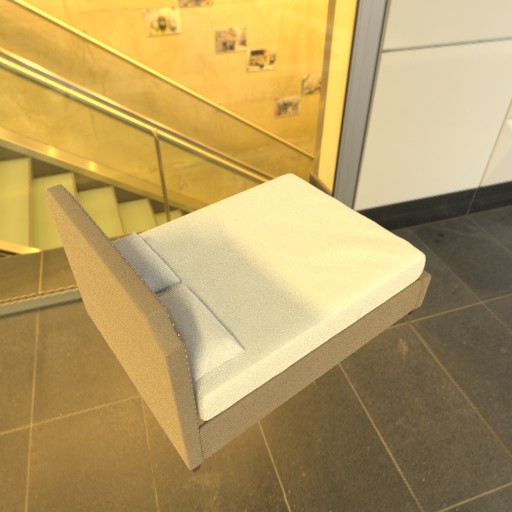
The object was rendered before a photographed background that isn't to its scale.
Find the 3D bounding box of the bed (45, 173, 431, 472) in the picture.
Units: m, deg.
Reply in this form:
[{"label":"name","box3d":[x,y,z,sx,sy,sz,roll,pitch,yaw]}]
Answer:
[{"label":"bed","box3d":[0.000,0.000,3.421,2.329,1.415,1.703,-27,47,-28]}]
